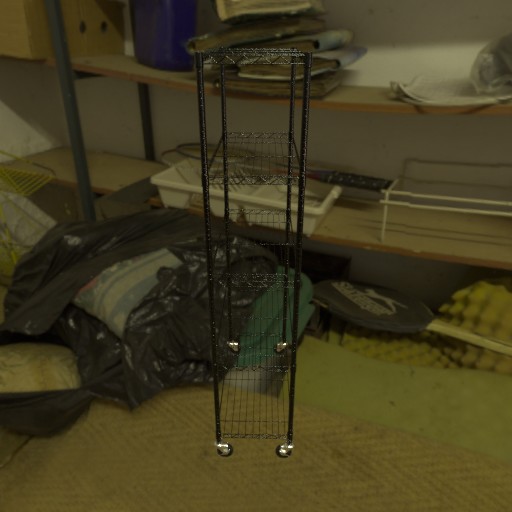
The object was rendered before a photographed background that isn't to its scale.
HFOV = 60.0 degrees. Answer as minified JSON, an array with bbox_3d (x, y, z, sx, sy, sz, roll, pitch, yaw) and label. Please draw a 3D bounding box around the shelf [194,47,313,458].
[{"bbox_3d":[0.000,0.000,1.944,0.356,1.645,0.762,1,26,1],"label":"shelf"}]
